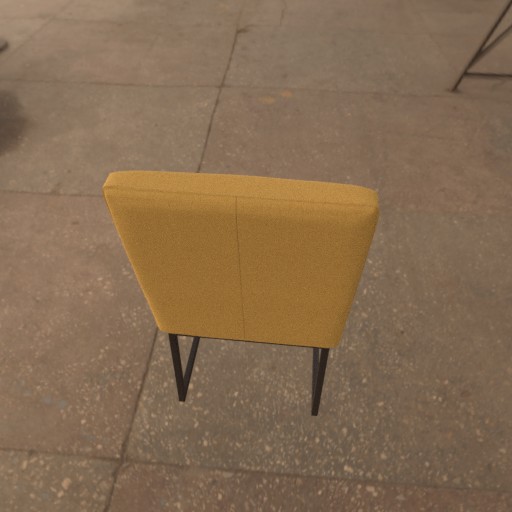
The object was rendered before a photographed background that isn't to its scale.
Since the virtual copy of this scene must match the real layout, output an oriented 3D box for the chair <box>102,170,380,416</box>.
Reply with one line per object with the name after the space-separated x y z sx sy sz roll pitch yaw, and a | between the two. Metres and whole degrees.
0.000 0.000 1.319 0.520 0.930 0.634 5 46 4 | chair
